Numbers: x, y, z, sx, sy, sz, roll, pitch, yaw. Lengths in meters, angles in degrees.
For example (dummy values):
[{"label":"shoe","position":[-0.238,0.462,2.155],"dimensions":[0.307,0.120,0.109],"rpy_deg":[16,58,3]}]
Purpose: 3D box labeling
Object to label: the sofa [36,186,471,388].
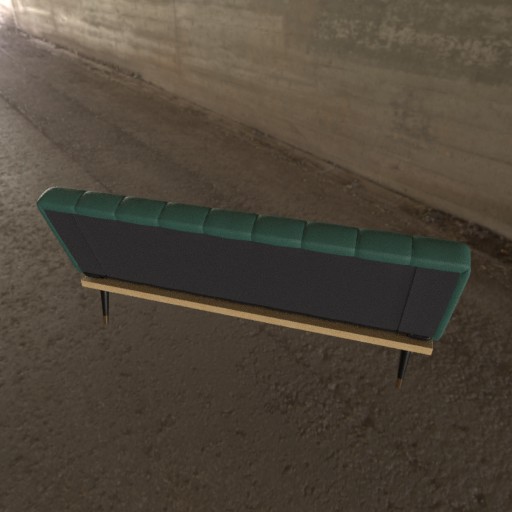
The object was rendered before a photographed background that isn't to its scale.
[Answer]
[{"label":"sofa","position":[0.000,0.000,2.276],"dimensions":[1.810,0.820,0.830],"rpy_deg":[9,34,14]}]
